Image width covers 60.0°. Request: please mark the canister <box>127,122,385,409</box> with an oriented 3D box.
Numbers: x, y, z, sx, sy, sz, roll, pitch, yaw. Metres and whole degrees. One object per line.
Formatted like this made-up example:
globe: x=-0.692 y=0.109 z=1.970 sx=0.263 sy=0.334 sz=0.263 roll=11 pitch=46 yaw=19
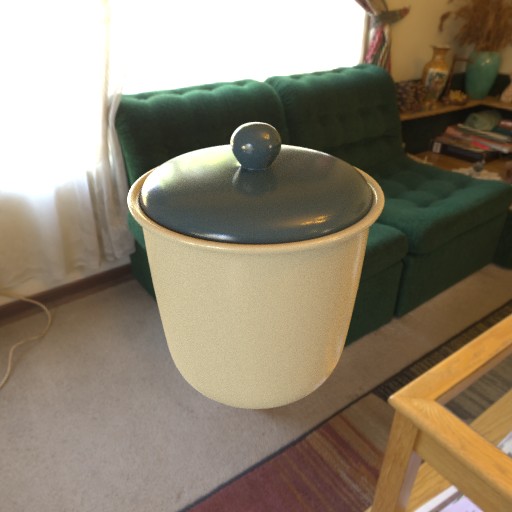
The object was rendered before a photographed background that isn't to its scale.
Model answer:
canister: x=0.000 y=0.000 z=0.353 sx=0.182 sy=0.208 sz=0.182 roll=0 pitch=31 yaw=0
